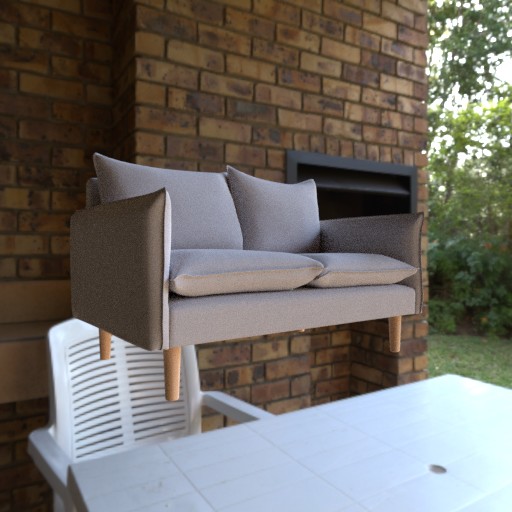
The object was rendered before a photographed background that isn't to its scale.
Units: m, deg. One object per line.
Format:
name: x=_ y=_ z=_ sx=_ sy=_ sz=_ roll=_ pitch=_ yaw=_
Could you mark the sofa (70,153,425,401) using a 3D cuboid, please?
sofa: x=0.000 y=0.000 z=1.865 sx=1.300 sy=0.840 sz=0.820 roll=0 pitch=1 yaw=-37
